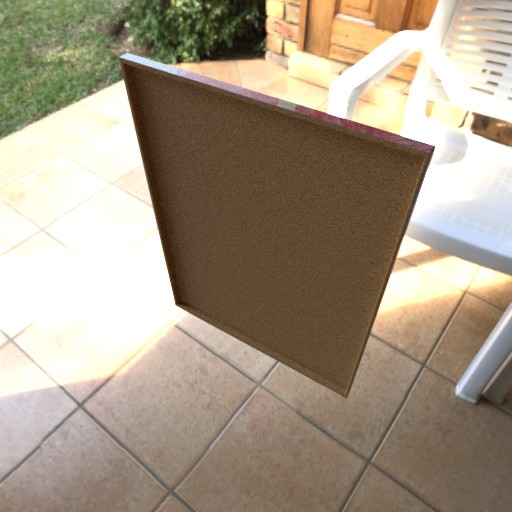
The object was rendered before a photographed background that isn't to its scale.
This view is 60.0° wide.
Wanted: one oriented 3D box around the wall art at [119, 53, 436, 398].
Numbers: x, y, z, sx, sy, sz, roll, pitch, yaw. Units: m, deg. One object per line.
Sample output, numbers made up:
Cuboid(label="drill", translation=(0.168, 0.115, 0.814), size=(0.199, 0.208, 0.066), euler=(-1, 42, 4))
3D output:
Cuboid(label="wall art", translation=(0.000, 0.000, 1.318), size=(0.762, 1.015, 0.031), euler=(24, 52, 21))
